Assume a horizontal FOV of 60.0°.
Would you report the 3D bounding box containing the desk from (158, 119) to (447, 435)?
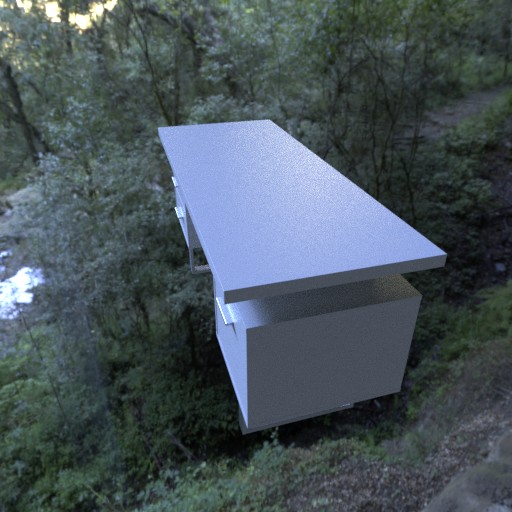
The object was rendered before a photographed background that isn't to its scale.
[{"bbox_3d":[0.000,0.000,1.922,0.603,0.773,1.530,-9,32,-14],"label":"desk"}]
